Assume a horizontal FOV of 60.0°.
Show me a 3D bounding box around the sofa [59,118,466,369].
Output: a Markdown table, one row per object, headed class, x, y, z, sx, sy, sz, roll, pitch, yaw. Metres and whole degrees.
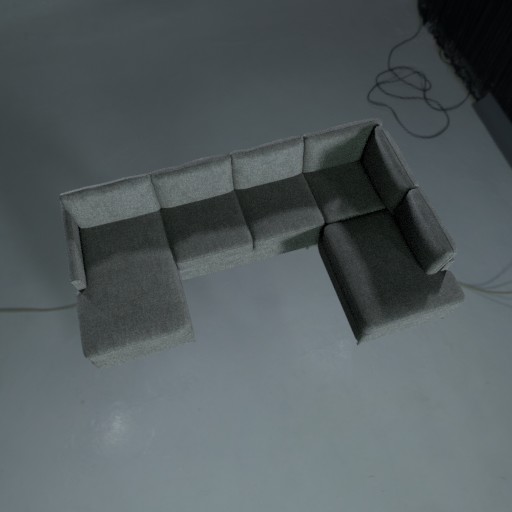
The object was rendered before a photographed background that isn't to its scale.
| class | x | y | z | sx | sy | sz | roll | pitch | yaw |
| --- | --- | --- | --- | --- | --- | --- | --- | --- | --- |
| sofa | 0.000 | 0.000 | 4.278 | 3.423 | 0.999 | 2.048 | -15 | 64 | -8 |
